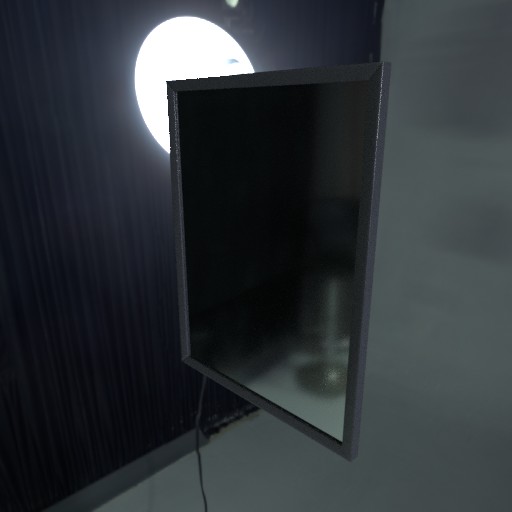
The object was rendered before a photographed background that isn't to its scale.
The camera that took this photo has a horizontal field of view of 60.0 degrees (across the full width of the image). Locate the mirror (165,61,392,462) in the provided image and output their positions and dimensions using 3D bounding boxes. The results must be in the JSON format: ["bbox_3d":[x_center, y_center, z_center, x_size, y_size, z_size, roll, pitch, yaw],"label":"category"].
[{"bbox_3d":[0.000,0.000,1.328,0.762,1.016,0.040,16,24,41],"label":"mirror"}]
